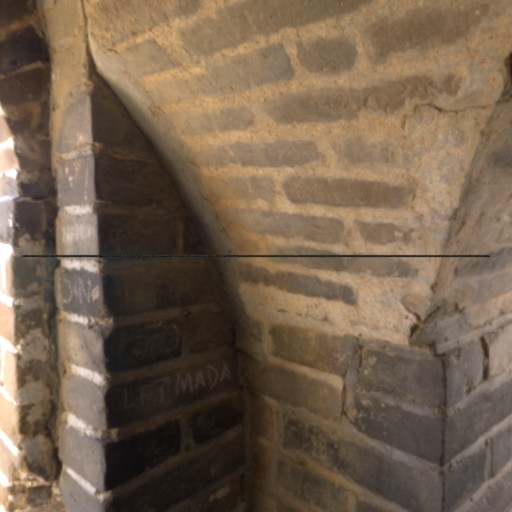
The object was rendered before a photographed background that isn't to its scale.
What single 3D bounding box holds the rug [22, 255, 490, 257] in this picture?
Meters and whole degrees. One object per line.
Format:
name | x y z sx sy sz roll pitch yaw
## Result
rug | 0.000 0.000 4.094 3.050 0.016 2.441 0 0 0
